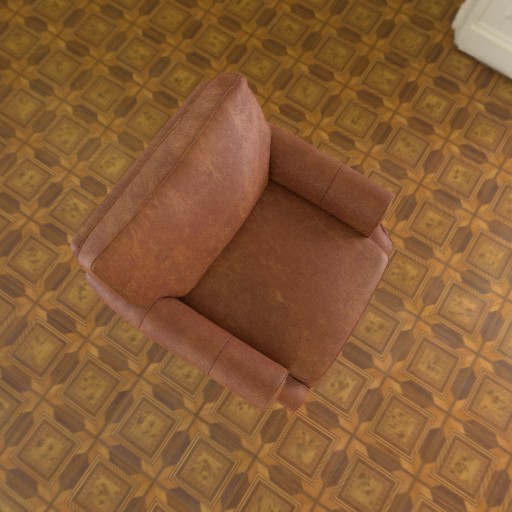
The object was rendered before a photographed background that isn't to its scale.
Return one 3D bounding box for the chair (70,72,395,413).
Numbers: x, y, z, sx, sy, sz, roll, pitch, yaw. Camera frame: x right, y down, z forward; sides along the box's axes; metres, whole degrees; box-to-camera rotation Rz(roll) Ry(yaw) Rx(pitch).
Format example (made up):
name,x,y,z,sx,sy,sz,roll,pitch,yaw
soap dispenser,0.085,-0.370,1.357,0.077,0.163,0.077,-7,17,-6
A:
name,x,y,z,sx,sy,sz,roll,pitch,yaw
chair,0.000,0.000,1.780,0.986,0.962,0.983,32,76,9
